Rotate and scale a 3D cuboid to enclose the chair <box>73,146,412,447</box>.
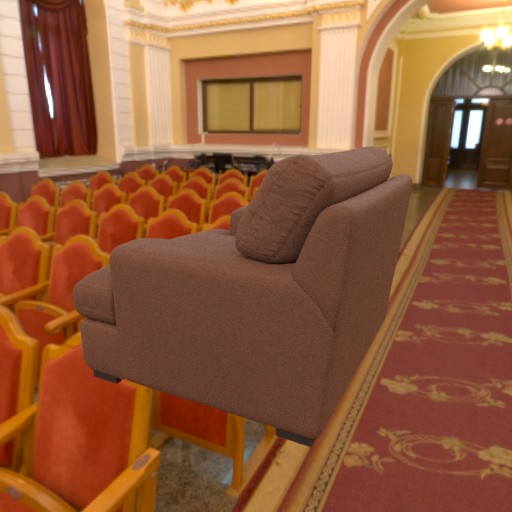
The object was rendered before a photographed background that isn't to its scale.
[{"bbox_3d":[0.000,0.000,1.986,1.143,0.940,1.168,8,17,26],"label":"chair"}]
